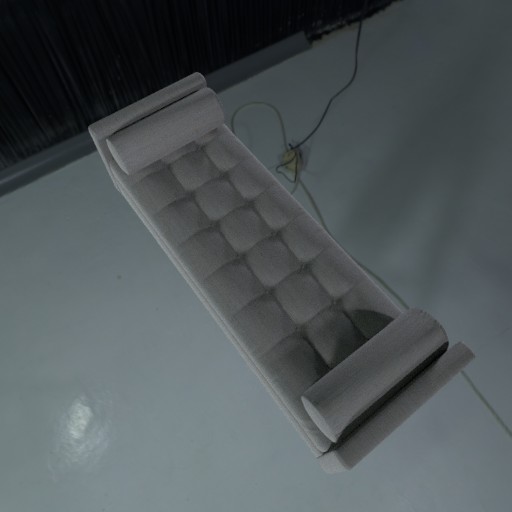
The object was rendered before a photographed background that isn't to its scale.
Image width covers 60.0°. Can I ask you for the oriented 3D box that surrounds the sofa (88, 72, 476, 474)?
[{"bbox_3d":[0.000,0.000,2.254,0.686,0.635,1.981,-34,68,-16],"label":"sofa"}]
